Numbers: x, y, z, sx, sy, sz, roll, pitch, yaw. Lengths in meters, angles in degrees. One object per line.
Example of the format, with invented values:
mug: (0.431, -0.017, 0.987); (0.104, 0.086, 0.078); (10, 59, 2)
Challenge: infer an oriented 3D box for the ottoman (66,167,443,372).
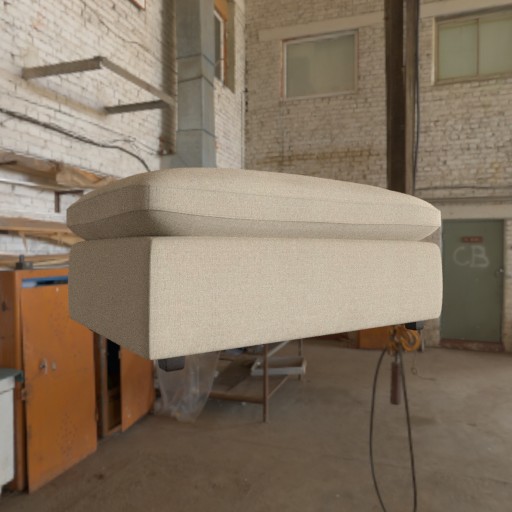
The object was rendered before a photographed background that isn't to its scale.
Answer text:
ottoman: (0.000, 0.000, 1.357); (0.984, 0.453, 0.686); (0, 1, -35)
